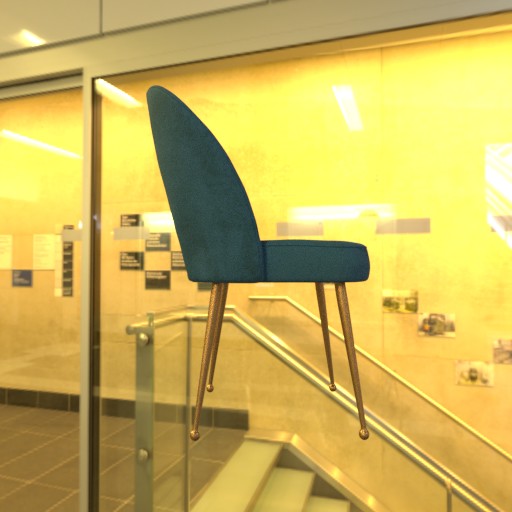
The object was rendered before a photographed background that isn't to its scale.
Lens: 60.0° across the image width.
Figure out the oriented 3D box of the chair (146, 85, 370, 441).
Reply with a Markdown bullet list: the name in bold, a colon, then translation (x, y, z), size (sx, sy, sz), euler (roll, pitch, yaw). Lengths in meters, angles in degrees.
- **chair**: translation (0.000, 0.000, 1.233), size (0.577, 0.860, 0.527), euler (0, -1, -1)
